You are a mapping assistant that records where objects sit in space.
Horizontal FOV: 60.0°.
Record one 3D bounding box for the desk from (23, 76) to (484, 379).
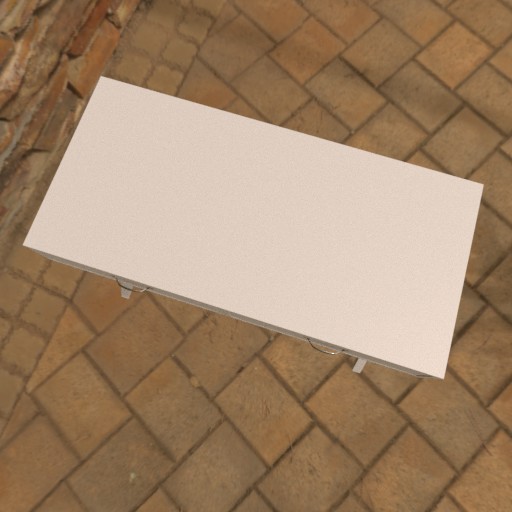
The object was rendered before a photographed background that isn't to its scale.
[{"bbox_3d":[0.000,0.000,1.490,1.057,0.780,0.525,17,76,4],"label":"desk"}]
